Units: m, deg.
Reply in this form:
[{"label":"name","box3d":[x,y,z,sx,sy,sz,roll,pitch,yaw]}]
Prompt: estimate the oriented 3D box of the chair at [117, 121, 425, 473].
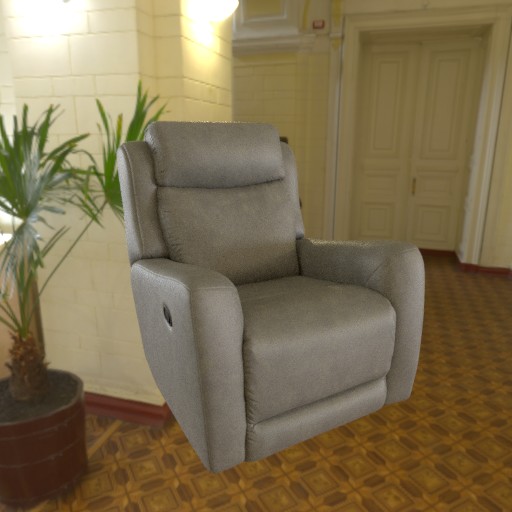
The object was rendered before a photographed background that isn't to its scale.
[{"label":"chair","box3d":[0.000,0.000,1.884,0.965,1.116,1.068,-8,17,-28]}]
